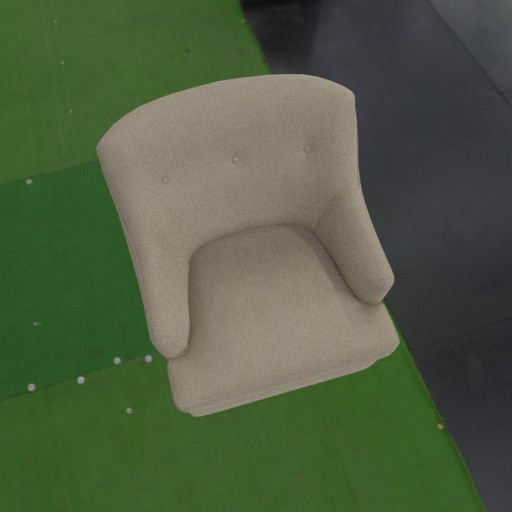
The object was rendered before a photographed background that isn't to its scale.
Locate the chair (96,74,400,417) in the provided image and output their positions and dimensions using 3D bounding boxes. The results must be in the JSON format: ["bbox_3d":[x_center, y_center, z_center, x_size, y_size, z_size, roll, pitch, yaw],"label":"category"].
[{"bbox_3d":[0.000,0.000,1.622,0.864,0.856,0.923,-14,64,-7],"label":"chair"}]
